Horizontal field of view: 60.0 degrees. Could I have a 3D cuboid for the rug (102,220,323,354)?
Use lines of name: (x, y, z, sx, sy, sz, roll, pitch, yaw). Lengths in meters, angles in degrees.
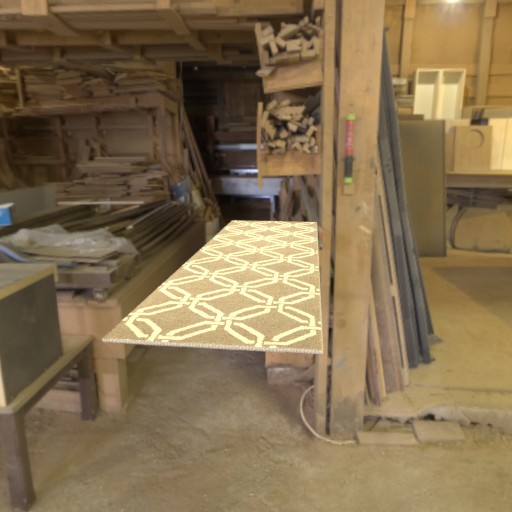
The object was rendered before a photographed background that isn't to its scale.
rug: (0.000, 0.000, 2.419, 0.678, 0.014, 2.276, 2, 14, 7)
